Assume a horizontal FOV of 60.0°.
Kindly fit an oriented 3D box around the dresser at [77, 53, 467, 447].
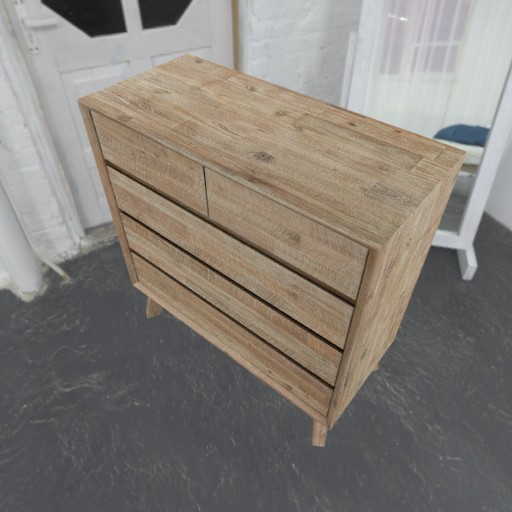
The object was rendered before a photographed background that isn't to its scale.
[{"bbox_3d":[0.000,0.000,1.575,0.998,1.029,0.455,30,53,26],"label":"dresser"}]
